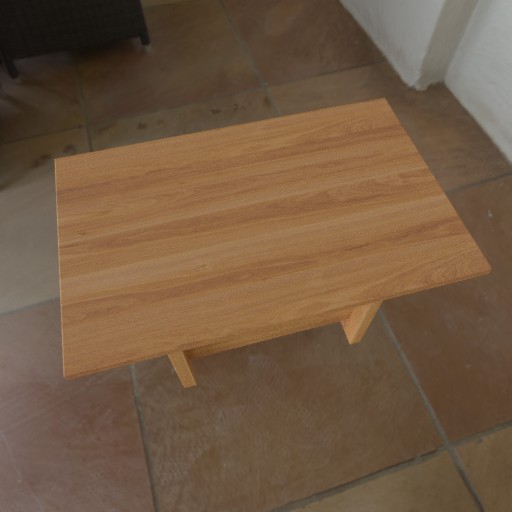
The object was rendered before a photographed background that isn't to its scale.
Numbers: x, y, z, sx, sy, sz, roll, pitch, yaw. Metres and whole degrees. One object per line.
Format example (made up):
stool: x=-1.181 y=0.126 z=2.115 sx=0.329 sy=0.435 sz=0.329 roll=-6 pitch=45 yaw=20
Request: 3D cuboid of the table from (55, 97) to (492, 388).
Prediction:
table: x=0.000 y=0.000 z=1.483 sx=1.100 sy=0.510 sz=0.700 roll=-13 pitch=59 yaw=-8
